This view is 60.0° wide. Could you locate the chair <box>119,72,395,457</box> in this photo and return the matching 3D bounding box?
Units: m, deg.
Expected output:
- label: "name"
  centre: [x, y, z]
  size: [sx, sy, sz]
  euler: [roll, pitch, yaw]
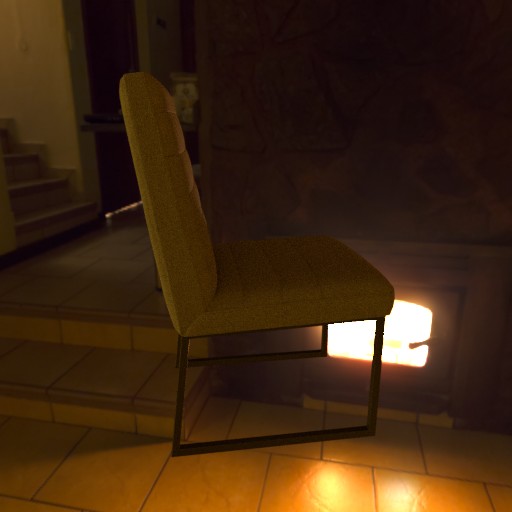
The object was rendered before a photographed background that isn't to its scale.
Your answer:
- label: "chair"
  centre: [0.000, 0.000, 1.271]
  size: [0.634, 0.930, 0.520]
  euler: [-2, 17, -8]
